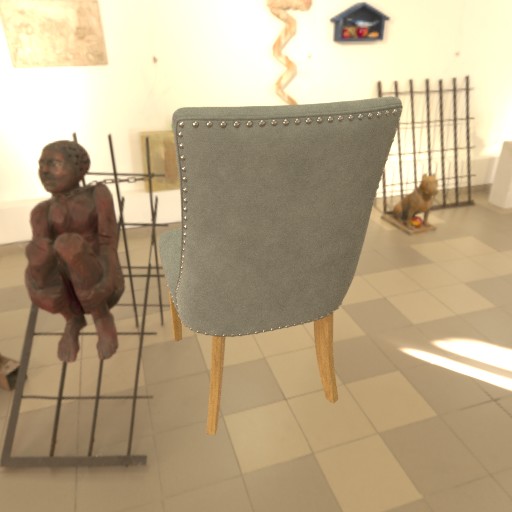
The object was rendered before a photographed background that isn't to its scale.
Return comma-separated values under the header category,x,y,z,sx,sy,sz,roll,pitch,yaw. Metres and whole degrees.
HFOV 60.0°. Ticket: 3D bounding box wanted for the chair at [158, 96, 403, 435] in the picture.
category,x,y,z,sx,sy,sz,roll,pitch,yaw
chair,0.000,0.000,1.254,0.495,0.902,0.610,-9,29,-16
